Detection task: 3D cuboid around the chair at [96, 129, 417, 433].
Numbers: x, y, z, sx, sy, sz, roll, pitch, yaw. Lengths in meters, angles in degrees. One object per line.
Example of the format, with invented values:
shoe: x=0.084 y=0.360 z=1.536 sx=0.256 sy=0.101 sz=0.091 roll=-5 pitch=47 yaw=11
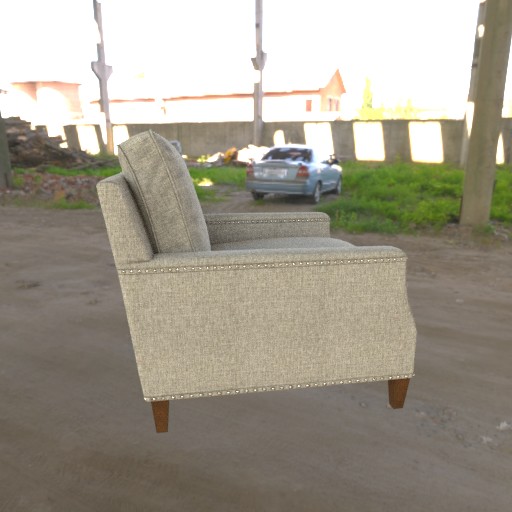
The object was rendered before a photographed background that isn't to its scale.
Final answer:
chair: x=0.000 y=0.000 z=1.753 sx=1.014 sy=0.943 sz=0.853 roll=-2 pitch=14 yaw=-9
